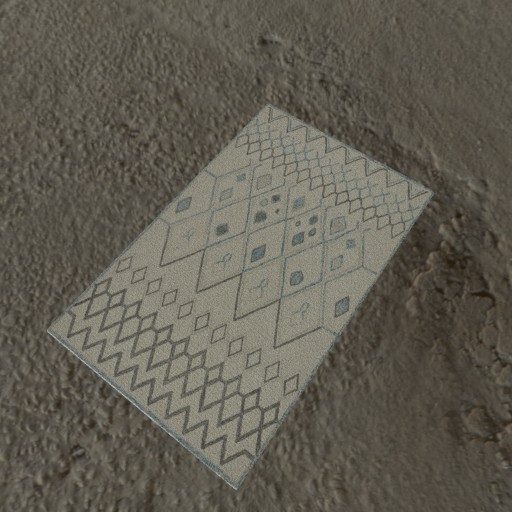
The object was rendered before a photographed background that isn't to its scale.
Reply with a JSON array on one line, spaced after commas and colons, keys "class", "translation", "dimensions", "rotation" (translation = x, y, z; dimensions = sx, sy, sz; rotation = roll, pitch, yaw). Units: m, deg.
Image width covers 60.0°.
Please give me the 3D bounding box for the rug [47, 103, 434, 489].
[{"class": "rug", "translation": [0.000, 0.000, 3.064], "dimensions": [1.524, 0.015, 2.439], "rotation": [33, 68, 15]}]
